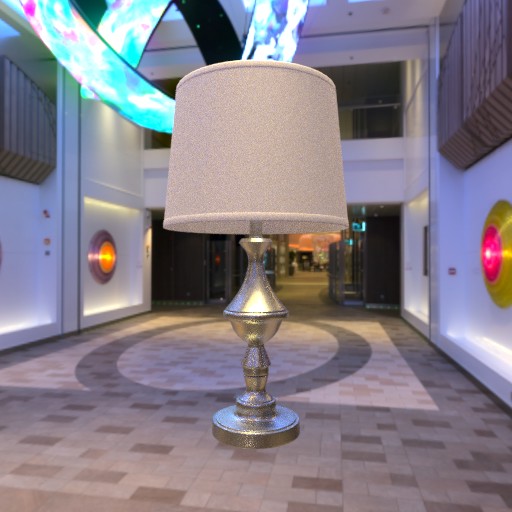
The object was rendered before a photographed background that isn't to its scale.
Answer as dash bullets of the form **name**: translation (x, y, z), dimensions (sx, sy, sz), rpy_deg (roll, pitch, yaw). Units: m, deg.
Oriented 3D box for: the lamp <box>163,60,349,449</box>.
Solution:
- **lamp**: translation (0.000, 0.000, 0.933), dimensions (0.383, 0.733, 0.383), rpy_deg (0, -1, 0)
